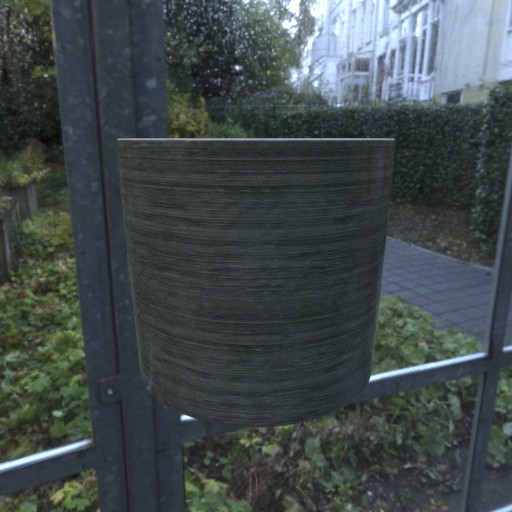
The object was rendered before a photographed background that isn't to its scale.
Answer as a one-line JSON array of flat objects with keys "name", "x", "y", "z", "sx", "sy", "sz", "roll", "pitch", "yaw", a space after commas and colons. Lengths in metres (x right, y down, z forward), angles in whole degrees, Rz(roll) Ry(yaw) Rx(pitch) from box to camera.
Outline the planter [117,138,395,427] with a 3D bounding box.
[{"name": "planter", "x": 0.000, "y": 0.000, "z": 0.394, "sx": 0.221, "sy": 0.201, "sz": 0.221, "roll": 0, "pitch": 15, "yaw": 0}]
